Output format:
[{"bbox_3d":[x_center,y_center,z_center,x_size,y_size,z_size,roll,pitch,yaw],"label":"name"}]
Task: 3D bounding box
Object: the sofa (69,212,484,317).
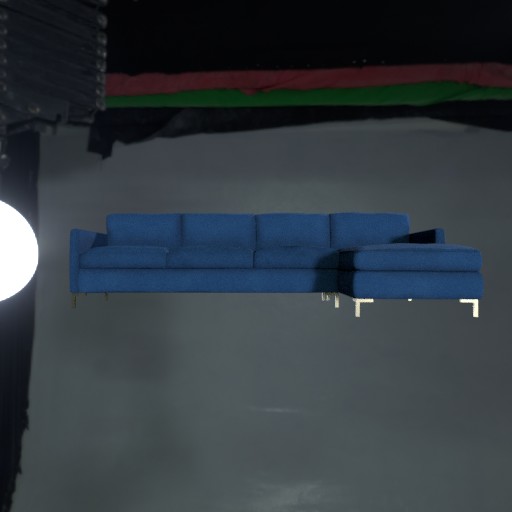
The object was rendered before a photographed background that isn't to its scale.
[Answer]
[{"bbox_3d":[0.000,0.000,3.495,2.932,0.810,1.350,0,-1,1],"label":"sofa"}]
